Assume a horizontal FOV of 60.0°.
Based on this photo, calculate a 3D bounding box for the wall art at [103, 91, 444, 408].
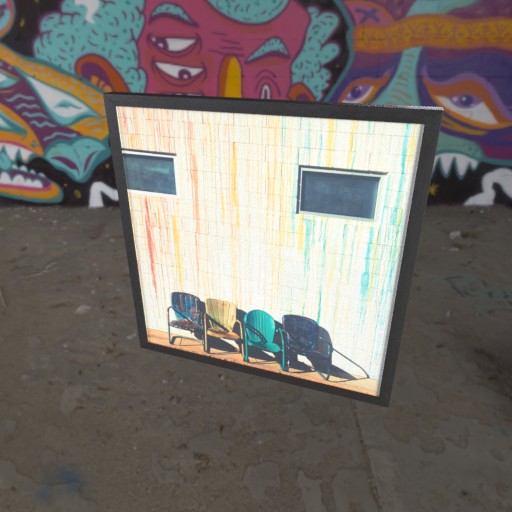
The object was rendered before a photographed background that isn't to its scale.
[{"bbox_3d":[0.000,0.000,1.136,0.763,0.763,0.039,9,28,17],"label":"wall art"}]
